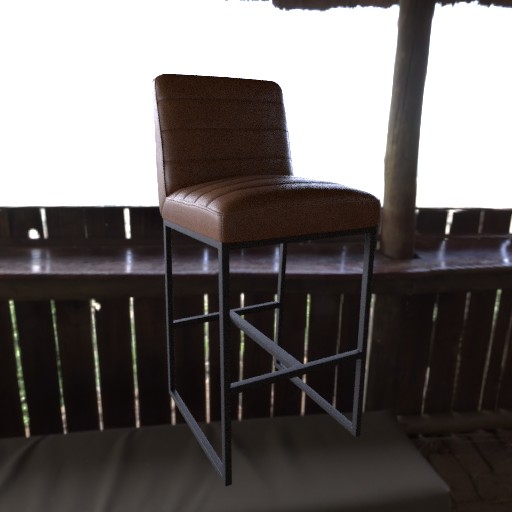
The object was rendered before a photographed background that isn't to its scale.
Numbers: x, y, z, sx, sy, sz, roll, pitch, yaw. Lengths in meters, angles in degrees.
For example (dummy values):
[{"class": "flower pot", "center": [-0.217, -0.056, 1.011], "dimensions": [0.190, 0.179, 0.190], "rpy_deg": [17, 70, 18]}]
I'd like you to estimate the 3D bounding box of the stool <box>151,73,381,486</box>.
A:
[{"class": "stool", "center": [0.000, 0.000, 1.305], "dimensions": [0.458, 1.040, 0.556], "rpy_deg": [-8, 17, -27]}]
